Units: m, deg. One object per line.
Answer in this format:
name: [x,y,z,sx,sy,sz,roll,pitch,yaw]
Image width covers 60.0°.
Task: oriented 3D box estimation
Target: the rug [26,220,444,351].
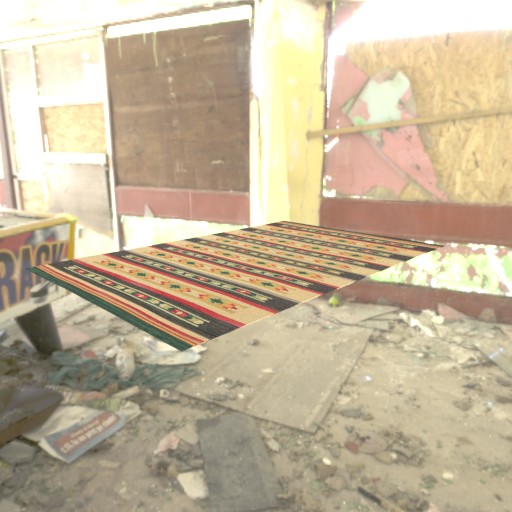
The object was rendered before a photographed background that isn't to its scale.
rug: [0.000,0.000,2.885,1.522,0.010,2.311,14,20,43]
